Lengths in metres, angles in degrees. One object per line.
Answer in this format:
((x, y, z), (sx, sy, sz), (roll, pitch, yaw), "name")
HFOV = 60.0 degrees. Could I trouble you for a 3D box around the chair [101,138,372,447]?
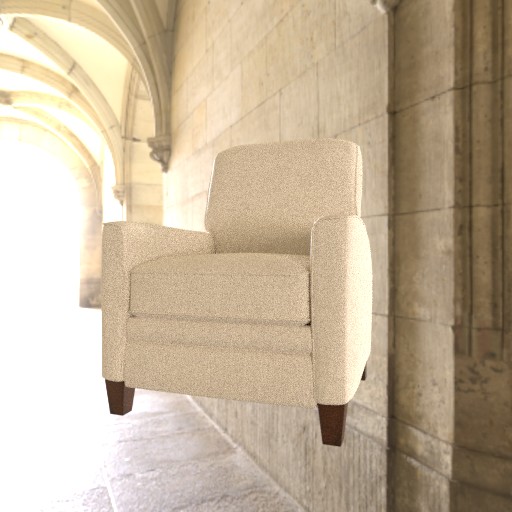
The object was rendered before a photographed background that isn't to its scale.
((0.000, 0.000, 1.672), (0.841, 1.028, 0.858), (0, 0, 19), "chair")
